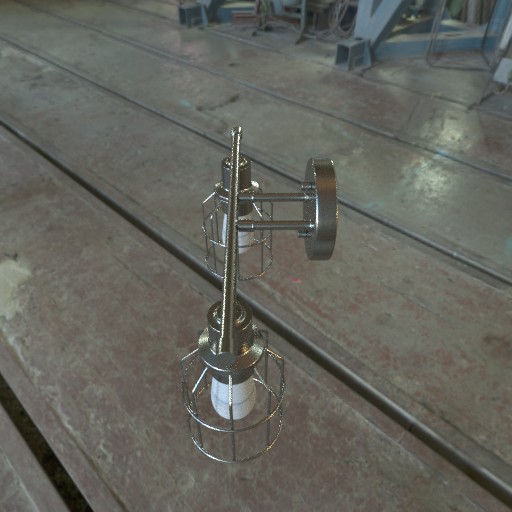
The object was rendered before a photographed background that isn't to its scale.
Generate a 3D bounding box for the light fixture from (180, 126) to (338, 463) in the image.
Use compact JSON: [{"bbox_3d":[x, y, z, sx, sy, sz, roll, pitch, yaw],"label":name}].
[{"bbox_3d":[0.000,0.000,0.550,0.165,0.254,0.406,0,41,-1],"label":"light fixture"}]
